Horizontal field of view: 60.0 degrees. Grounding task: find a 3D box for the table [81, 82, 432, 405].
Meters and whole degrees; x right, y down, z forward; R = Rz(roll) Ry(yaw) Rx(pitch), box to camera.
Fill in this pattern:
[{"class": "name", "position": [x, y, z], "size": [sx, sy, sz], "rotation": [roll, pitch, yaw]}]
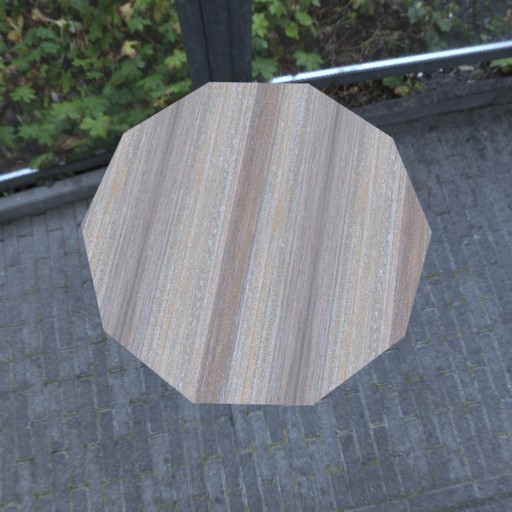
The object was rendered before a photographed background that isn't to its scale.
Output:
[{"class": "table", "position": [0.000, 0.000, 1.863], "size": [1.186, 0.752, 1.186], "rotation": [0, 76, 0]}]
